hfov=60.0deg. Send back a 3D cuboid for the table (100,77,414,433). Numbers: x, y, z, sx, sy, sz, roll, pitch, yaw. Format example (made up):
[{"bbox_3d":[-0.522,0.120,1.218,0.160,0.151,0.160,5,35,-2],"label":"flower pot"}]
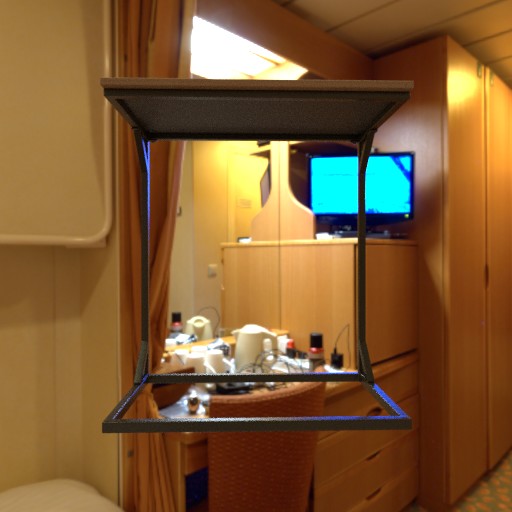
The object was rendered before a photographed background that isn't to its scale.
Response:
[{"bbox_3d":[0.000,0.000,1.018,0.597,0.673,0.351,0,0,-2],"label":"table"}]
